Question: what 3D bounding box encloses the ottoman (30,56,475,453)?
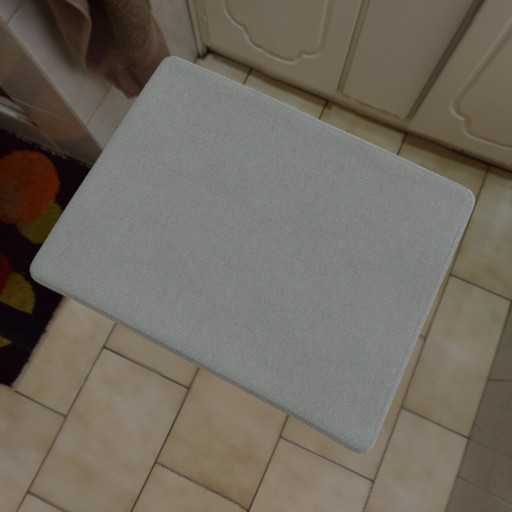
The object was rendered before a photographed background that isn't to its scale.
[{"bbox_3d":[0.000,0.000,1.191,0.833,0.461,0.648,26,78,6],"label":"ottoman"}]
